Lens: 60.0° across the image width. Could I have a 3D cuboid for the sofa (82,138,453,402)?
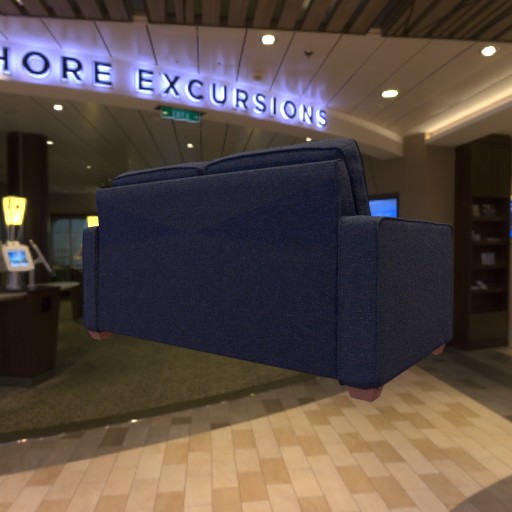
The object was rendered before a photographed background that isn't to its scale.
[{"bbox_3d":[0.000,0.000,2.273,1.709,0.918,0.947,1,2,37],"label":"sofa"}]
